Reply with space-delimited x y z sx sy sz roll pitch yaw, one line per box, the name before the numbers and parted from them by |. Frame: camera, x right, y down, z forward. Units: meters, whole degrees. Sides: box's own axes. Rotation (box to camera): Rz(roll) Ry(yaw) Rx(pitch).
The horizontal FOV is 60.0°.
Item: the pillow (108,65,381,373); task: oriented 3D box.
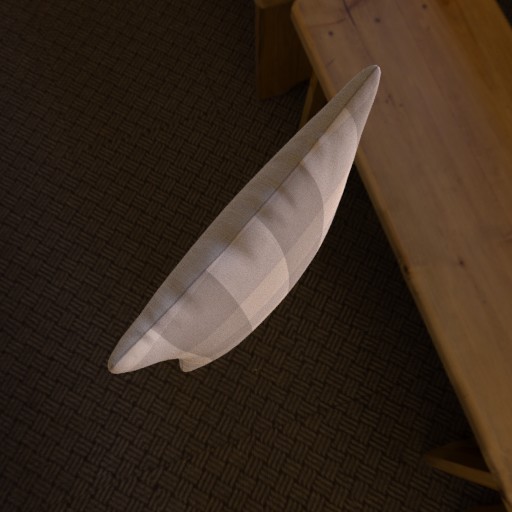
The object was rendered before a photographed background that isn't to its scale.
pillow | 0.000 0.000 0.783 0.161 0.509 0.511 39 79 9
